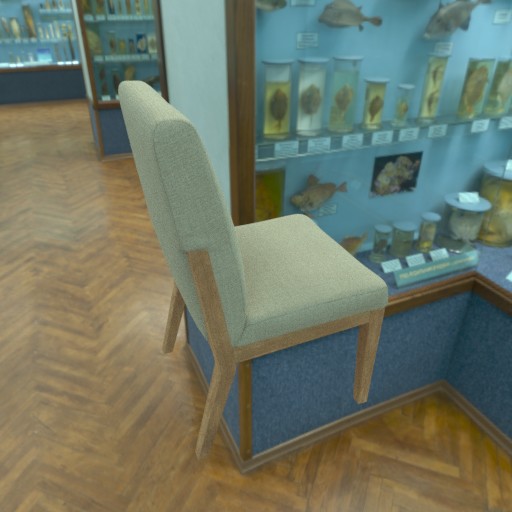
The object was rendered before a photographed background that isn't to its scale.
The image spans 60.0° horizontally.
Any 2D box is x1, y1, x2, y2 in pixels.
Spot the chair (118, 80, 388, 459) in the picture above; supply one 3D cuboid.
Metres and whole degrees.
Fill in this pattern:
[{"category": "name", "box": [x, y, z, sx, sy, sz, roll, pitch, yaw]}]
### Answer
[{"category": "chair", "box": [0.000, 0.000, 1.253, 0.586, 0.911, 0.507, -11, 32, -19]}]
